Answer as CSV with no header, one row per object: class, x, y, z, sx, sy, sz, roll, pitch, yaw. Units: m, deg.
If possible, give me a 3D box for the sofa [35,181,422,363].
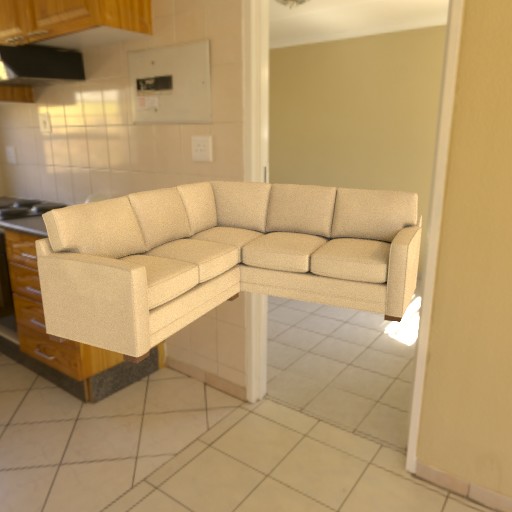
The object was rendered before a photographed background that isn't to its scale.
sofa,0.000,0.000,3.441,2.189,0.939,2.182,7,17,25
